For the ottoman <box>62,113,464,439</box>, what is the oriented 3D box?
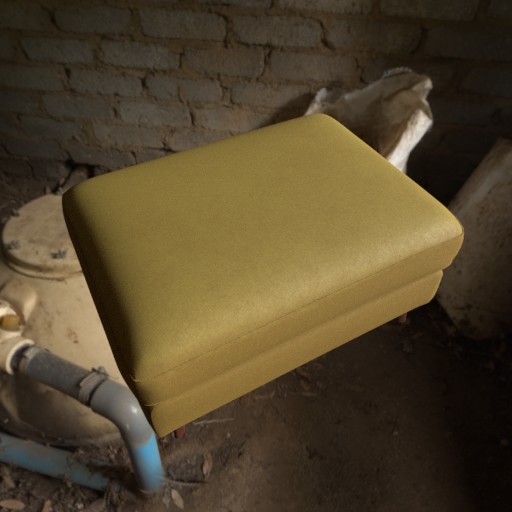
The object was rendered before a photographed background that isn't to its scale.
[{"bbox_3d":[0.000,0.000,1.153,0.811,0.449,0.608,-22,51,-19],"label":"ottoman"}]
